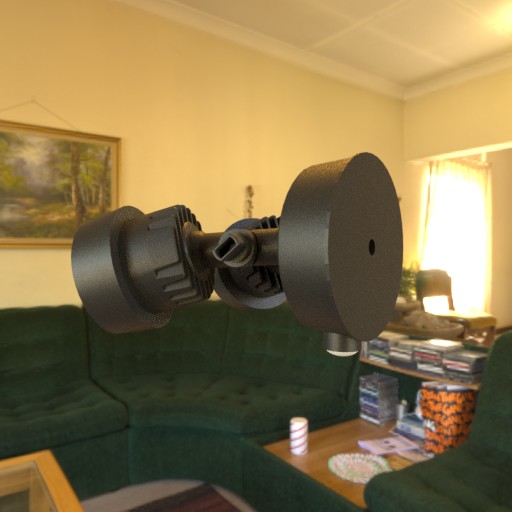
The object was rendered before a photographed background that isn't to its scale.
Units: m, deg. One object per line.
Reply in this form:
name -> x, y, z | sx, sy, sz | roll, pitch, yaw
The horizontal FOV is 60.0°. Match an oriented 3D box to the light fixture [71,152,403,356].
light fixture -> 0.000, 0.000, 0.307 | 0.168, 0.120, 0.213 | 0, 1, 37
